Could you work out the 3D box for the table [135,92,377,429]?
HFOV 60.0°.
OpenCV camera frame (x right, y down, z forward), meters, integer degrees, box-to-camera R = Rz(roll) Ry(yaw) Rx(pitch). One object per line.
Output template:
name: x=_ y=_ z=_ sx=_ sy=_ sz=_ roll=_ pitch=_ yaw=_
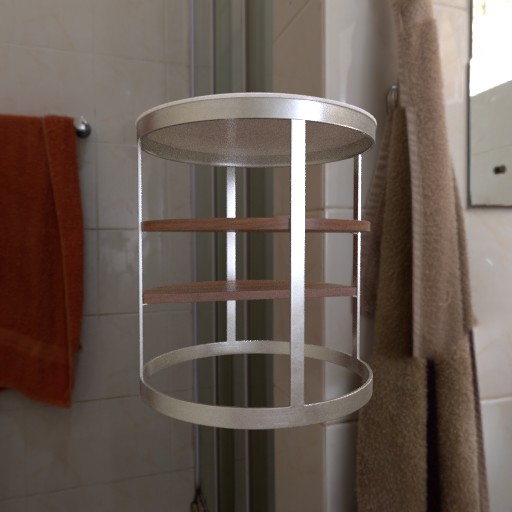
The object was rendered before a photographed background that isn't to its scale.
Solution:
table: x=0.000 y=0.000 z=0.783 sx=0.407 sy=0.447 sz=0.407 roll=0 pitch=2 yaw=0
